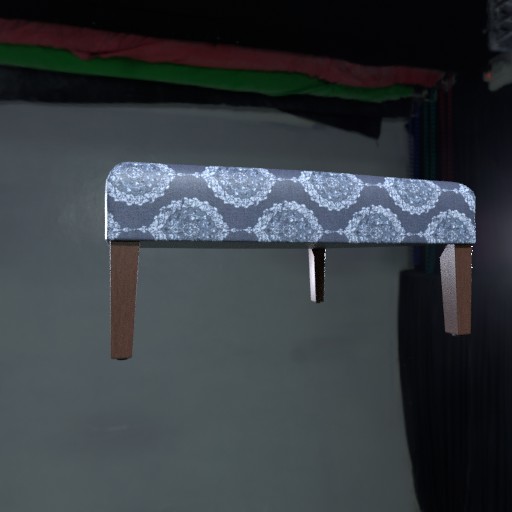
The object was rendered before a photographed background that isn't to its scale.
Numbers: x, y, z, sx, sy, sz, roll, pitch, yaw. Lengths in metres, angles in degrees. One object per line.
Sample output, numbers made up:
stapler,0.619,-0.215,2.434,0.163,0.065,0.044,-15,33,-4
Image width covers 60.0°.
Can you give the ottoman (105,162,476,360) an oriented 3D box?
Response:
ottoman,0.000,0.000,1.400,0.890,0.409,0.889,0,0,-18
